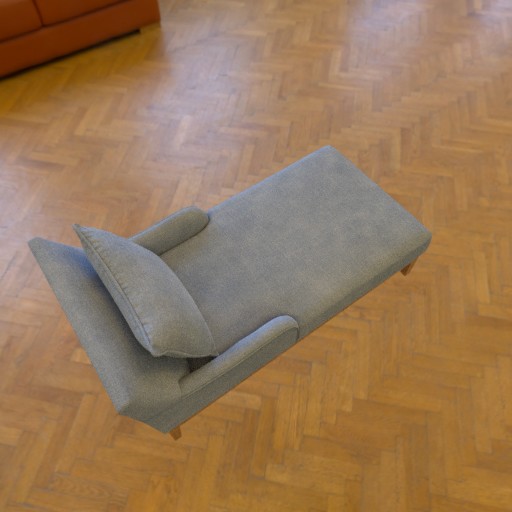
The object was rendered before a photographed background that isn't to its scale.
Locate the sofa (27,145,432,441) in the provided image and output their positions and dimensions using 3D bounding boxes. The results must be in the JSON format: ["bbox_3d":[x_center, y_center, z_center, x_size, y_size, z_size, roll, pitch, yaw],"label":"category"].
[{"bbox_3d":[0.000,0.000,2.287,1.779,0.883,0.904,-31,63,-18],"label":"sofa"}]
